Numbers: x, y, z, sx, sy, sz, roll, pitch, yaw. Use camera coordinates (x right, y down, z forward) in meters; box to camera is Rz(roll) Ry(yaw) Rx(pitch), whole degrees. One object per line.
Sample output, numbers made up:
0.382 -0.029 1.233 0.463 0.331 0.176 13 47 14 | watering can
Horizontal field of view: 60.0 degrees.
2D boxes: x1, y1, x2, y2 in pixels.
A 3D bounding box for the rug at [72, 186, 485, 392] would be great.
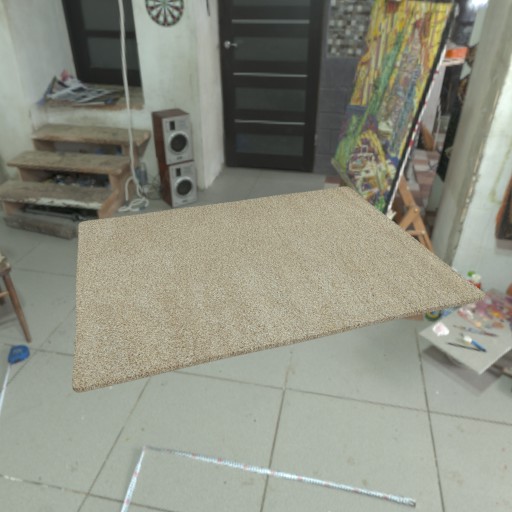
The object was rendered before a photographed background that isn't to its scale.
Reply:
0.000 0.000 2.087 1.600 0.025 1.199 -10 33 -15 | rug
